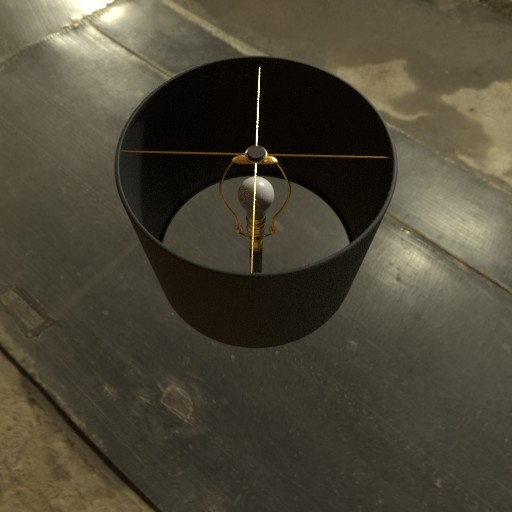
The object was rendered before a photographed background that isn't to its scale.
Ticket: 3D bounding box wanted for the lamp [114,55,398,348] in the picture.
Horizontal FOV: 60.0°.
[{"bbox_3d":[0.000,0.000,0.824,0.359,0.584,0.359,2,62,1],"label":"lamp"}]
